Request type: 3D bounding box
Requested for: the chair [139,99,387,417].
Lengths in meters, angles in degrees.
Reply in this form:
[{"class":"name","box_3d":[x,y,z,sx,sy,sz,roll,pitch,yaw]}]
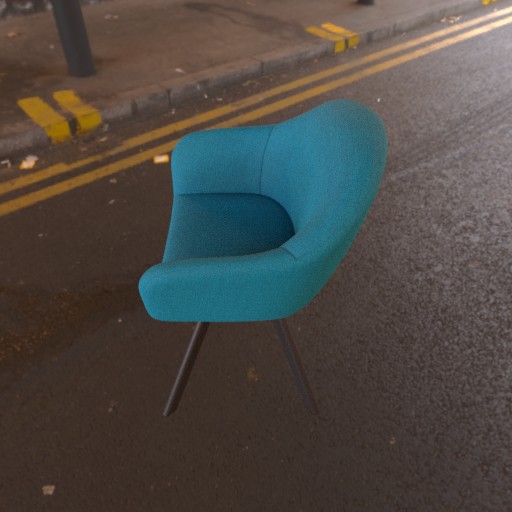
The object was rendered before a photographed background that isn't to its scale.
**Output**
[{"class":"chair","box_3d":[0.000,0.000,1.200,0.550,0.795,0.590,-1,42,-1]}]
